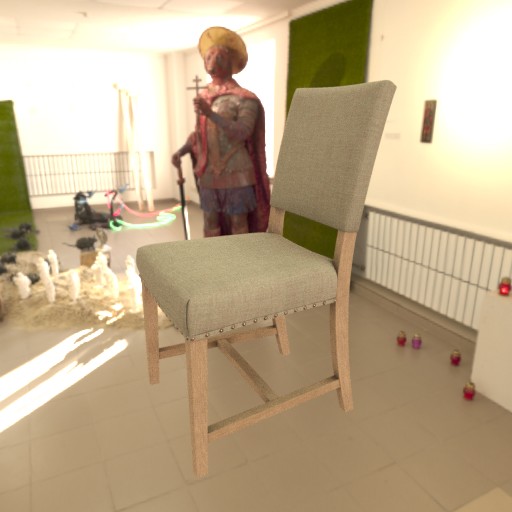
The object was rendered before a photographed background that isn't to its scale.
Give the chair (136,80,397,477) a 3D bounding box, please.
[{"bbox_3d":[0.000,0.000,1.345,0.622,0.986,0.508,-9,20,-26],"label":"chair"}]
